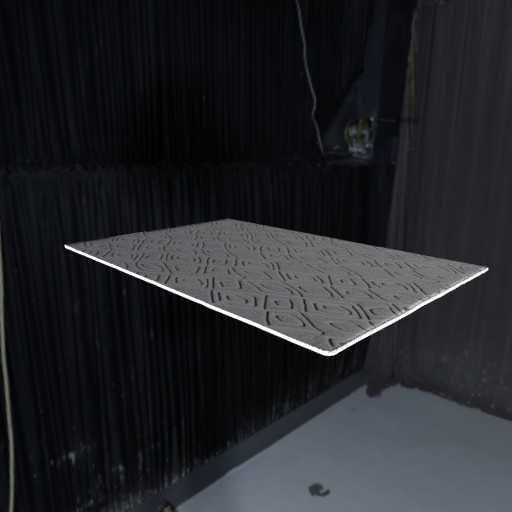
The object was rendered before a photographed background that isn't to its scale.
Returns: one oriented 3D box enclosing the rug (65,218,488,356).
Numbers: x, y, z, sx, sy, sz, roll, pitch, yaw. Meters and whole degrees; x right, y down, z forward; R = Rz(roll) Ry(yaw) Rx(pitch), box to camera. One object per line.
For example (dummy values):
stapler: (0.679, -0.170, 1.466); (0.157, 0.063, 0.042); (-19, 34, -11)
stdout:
rug: (0.000, 0.000, 2.263); (1.224, 0.016, 1.832); (-14, 20, -43)
